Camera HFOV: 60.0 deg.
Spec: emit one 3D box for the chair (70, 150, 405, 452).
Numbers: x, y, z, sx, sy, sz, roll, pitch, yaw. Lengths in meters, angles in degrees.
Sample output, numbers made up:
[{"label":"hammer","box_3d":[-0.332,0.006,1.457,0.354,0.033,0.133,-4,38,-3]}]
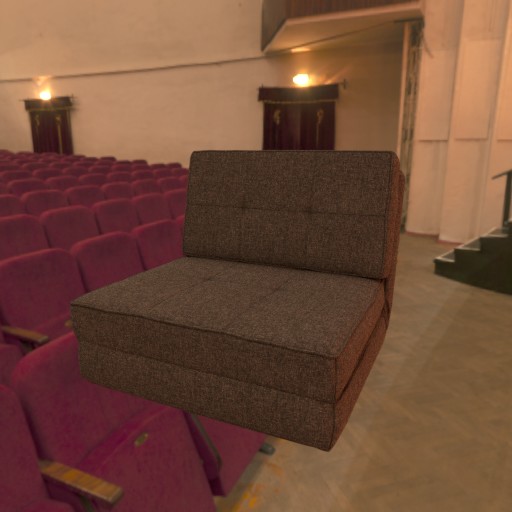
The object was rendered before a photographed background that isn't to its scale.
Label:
[{"label":"chair","box_3d":[0.000,0.000,1.328,0.740,0.615,0.800,6,15,25]}]
